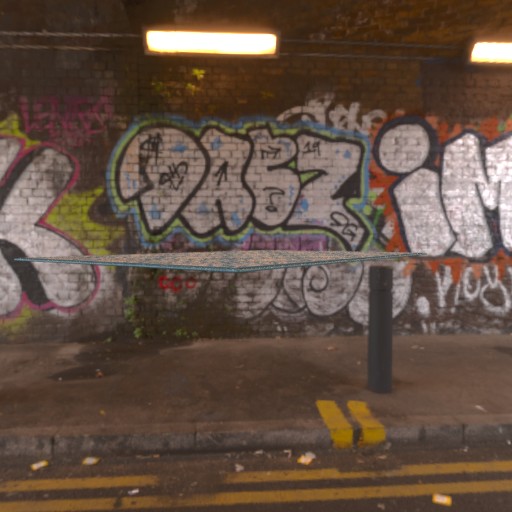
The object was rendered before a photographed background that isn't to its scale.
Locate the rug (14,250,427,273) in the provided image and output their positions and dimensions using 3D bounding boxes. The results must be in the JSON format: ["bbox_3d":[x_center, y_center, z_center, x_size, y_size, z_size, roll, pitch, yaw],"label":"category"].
[{"bbox_3d":[0.000,0.000,2.268,1.211,0.012,1.833,1,3,36],"label":"rug"}]
